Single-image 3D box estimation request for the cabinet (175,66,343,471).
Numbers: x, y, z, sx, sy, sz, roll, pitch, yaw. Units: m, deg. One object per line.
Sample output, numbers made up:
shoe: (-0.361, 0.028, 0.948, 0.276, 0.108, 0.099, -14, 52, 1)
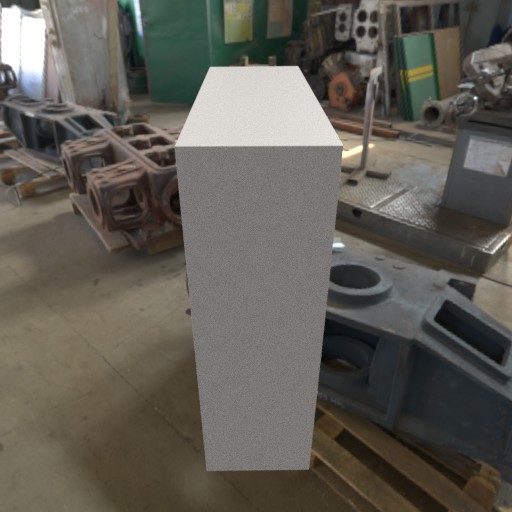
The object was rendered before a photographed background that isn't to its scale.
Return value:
cabinet: (0.000, 0.000, 1.635, 0.348, 1.150, 0.990, 0, 32, -1)
